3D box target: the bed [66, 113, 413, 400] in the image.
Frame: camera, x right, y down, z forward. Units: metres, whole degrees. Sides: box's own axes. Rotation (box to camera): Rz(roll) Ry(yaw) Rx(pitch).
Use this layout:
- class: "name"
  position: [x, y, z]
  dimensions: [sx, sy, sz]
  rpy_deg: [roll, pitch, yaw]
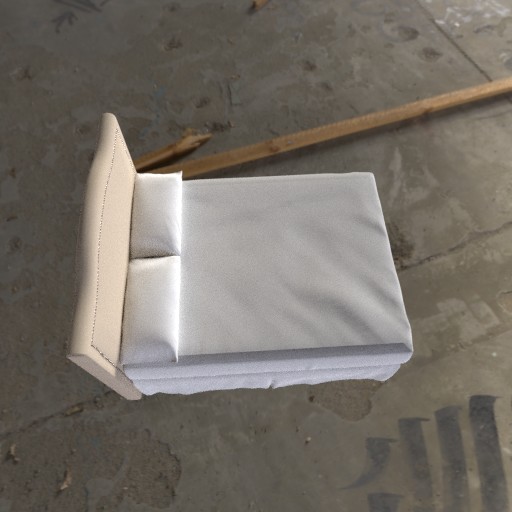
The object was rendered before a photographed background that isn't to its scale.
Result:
- class: "bed"
  position: [0.000, 0.000, 3.320]
  dimensions: [2.143, 1.460, 1.753]
  rpy_deg: [-3, 62, -2]
